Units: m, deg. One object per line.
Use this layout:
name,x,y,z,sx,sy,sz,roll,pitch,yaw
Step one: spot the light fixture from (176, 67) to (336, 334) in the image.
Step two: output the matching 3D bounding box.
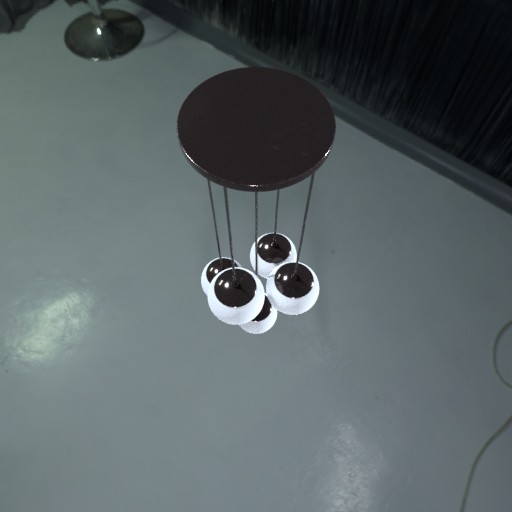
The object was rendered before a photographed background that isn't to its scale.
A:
light fixture,0.000,0.000,1.524,0.484,1.271,0.489,33,67,16
